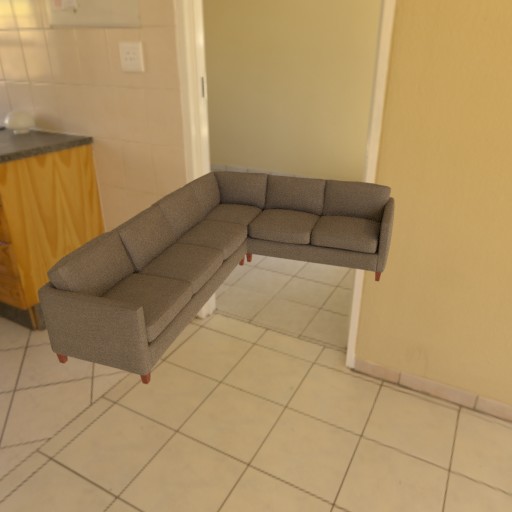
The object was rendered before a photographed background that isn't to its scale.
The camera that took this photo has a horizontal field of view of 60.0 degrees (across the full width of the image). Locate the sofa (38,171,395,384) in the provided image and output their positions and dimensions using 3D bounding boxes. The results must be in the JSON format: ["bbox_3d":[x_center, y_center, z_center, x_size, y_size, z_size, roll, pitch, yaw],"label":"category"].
[{"bbox_3d":[0.000,0.000,4.573,2.593,0.947,3.302,8,27,17],"label":"sofa"}]
